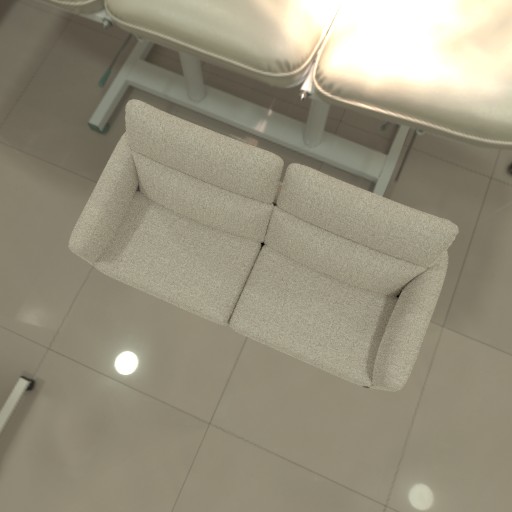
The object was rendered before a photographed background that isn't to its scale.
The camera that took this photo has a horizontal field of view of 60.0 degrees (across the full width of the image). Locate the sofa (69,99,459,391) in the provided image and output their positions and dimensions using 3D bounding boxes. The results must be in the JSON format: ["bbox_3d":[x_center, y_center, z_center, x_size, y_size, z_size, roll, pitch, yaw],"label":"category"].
[{"bbox_3d":[0.000,0.000,2.550,2.015,0.956,0.856,23,76,6],"label":"sofa"}]
